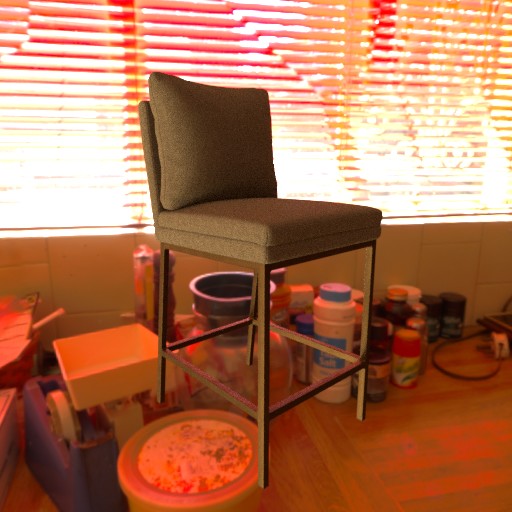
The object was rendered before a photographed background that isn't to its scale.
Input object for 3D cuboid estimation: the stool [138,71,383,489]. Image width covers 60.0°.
[{"bbox_3d":[0.000,0.000,1.325,0.463,1.031,0.569,-12,18,-41],"label":"stool"}]
